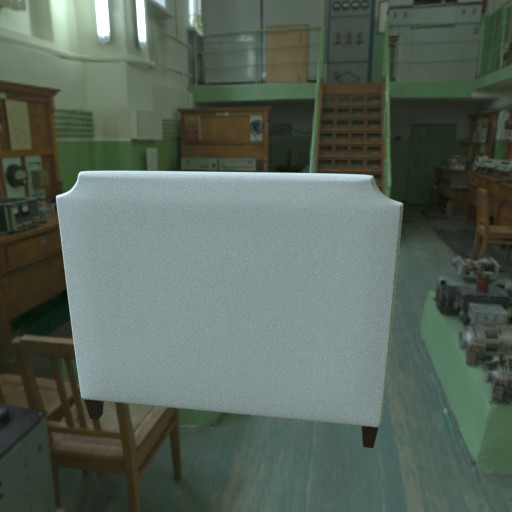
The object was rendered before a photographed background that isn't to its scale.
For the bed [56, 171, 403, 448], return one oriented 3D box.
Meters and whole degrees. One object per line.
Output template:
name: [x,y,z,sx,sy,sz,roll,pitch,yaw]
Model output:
bed: [0.000,0.000,3.372,1.712,1.443,2.372,2,16,9]
